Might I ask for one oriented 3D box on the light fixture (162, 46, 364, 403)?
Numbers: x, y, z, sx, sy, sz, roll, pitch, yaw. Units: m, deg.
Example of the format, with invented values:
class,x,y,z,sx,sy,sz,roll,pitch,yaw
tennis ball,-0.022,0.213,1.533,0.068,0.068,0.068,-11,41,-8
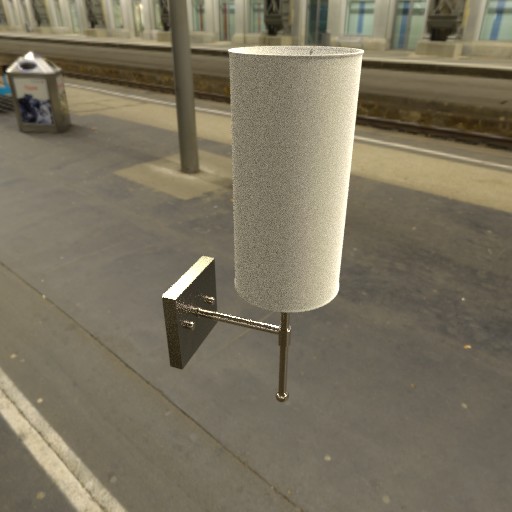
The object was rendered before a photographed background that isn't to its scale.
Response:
class,x,y,z,sx,sy,sz,roll,pitch,yaw
light fixture,0.000,0.000,0.545,0.208,0.462,0.128,10,30,18
